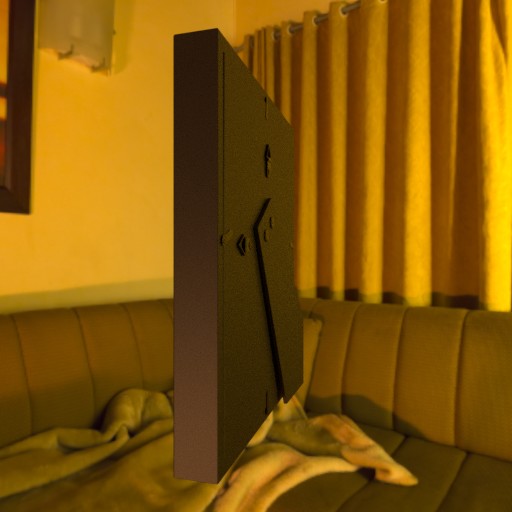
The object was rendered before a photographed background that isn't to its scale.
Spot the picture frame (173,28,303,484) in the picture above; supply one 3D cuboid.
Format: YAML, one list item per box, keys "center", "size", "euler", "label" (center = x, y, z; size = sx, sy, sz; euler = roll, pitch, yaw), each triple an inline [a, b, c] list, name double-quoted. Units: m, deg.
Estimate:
- center: [0.000, 0.000, 0.390]
  size: [0.042, 0.284, 0.232]
  euler: [0, 0, 17]
  label: "picture frame"
